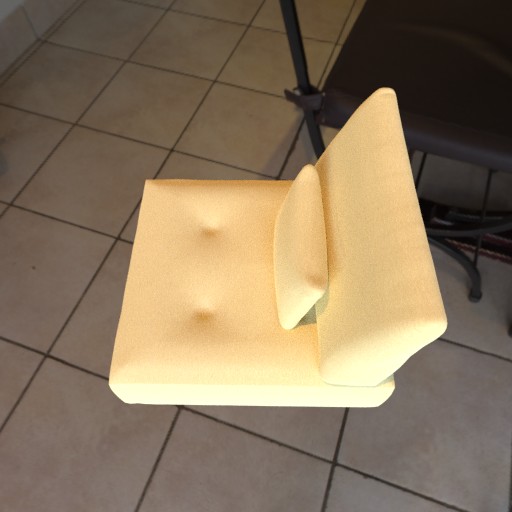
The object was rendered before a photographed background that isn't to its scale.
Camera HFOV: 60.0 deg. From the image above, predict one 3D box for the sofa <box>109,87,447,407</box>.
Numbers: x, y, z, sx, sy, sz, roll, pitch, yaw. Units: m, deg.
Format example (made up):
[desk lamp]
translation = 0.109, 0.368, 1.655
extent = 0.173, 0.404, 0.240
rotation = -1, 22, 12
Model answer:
[sofa]
translation = 0.000, 0.000, 1.652
extent = 1.000, 0.820, 0.930
rotation = 1, 58, 0
